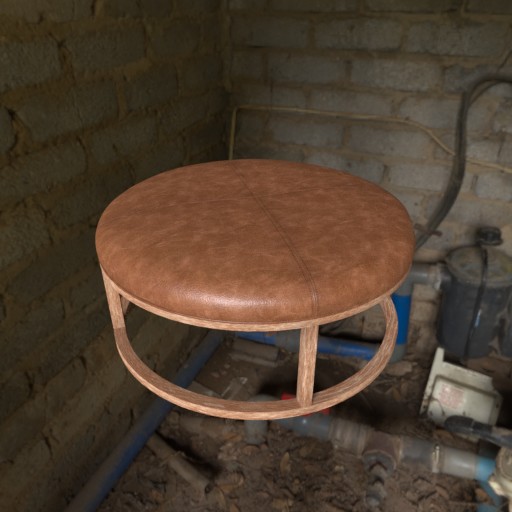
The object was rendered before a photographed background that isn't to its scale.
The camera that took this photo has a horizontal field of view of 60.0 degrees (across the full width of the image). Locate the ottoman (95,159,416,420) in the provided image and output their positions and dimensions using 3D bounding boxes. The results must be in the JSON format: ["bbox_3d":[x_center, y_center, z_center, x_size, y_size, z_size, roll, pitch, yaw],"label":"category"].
[{"bbox_3d":[0.000,0.000,1.514,1.006,0.445,1.006,0,30,0],"label":"ottoman"}]
